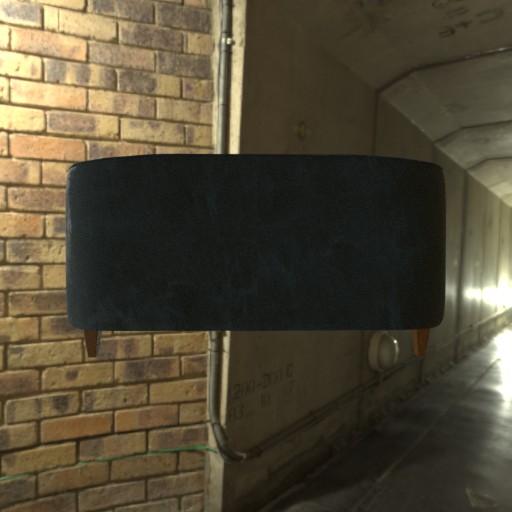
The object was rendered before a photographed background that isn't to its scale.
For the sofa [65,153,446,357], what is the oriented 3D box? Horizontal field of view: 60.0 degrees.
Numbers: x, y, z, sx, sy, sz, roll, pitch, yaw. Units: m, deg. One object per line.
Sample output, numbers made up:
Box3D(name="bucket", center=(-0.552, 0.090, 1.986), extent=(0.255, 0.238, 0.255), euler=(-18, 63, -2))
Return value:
Box3D(name="sofa", center=(0.000, 0.000, 2.266), extent=(1.733, 0.854, 0.941), euler=(0, 1, -1))
